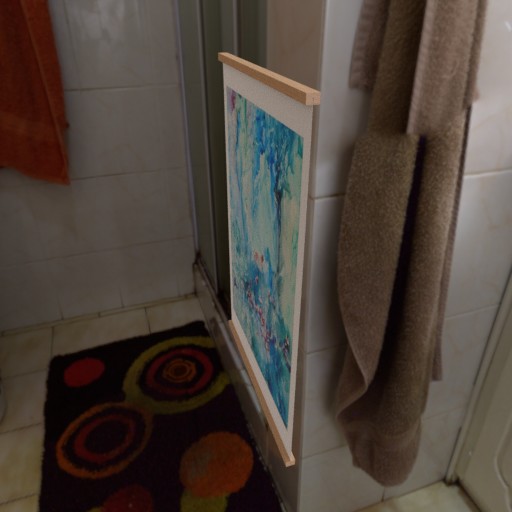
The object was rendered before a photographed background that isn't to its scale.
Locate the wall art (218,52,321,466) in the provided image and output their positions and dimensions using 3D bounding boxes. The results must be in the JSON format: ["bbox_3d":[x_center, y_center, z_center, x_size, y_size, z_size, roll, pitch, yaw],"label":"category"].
[{"bbox_3d":[0.000,0.000,0.647,0.013,0.510,0.335,-9,31,-15],"label":"wall art"}]
